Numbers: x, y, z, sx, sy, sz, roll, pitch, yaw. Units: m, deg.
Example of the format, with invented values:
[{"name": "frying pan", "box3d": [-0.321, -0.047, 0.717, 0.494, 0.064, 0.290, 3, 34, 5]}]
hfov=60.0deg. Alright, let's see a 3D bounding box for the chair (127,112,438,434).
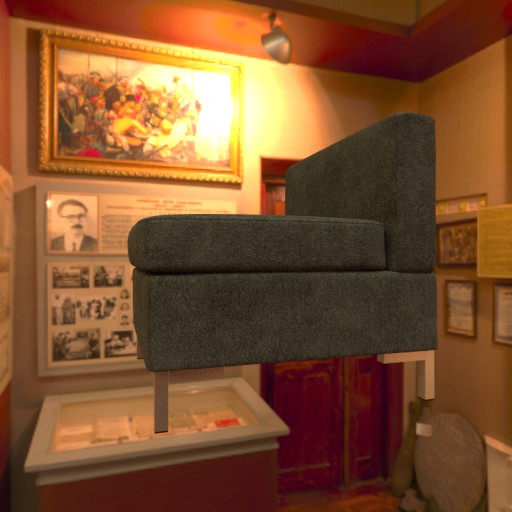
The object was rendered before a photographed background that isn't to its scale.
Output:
[{"name": "chair", "box3d": [0.000, 0.000, 1.228, 0.680, 0.660, 0.680, 0, 0, -18]}]
